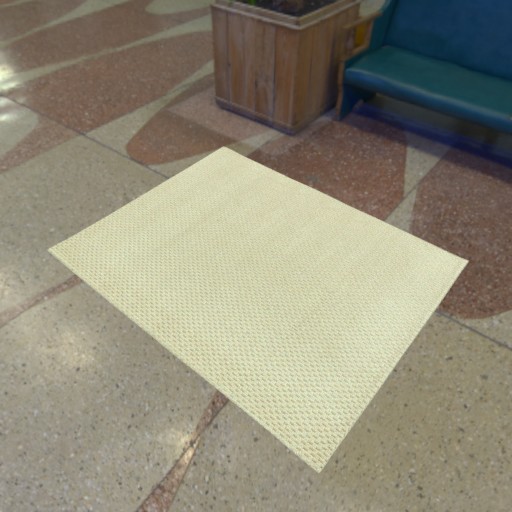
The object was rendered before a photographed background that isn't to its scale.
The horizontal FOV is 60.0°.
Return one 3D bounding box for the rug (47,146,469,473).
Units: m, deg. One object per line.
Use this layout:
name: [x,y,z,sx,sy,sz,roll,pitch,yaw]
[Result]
rug: [0.000,0.000,3.864,2.897,0.035,2.277,31,53,27]
